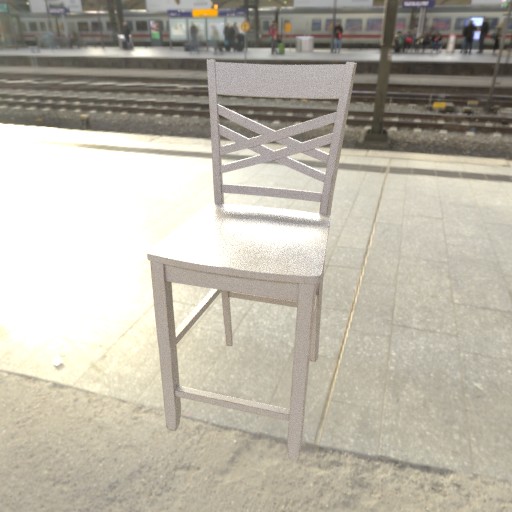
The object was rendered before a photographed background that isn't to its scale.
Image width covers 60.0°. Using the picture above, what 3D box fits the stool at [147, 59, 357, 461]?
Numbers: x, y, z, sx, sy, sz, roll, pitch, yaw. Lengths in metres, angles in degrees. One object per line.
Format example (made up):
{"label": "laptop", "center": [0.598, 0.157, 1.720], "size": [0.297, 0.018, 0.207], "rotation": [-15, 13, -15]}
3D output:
{"label": "stool", "center": [0.000, 0.000, 1.366], "size": [0.462, 1.079, 0.539], "rotation": [7, 28, 14]}
